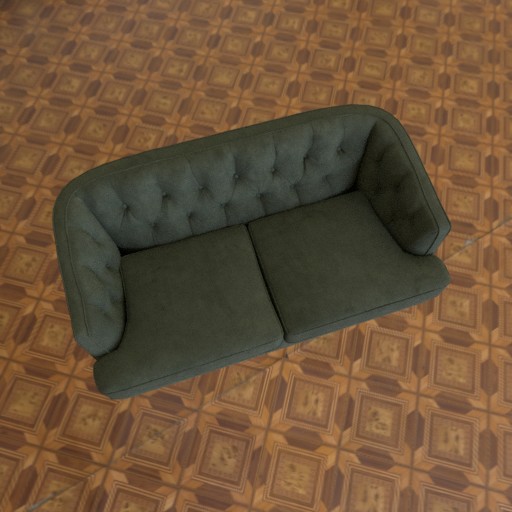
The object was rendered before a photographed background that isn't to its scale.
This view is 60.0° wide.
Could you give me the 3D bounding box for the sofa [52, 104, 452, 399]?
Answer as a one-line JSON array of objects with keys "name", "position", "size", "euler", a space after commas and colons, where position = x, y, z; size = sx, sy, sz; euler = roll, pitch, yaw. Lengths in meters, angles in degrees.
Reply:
[{"name": "sofa", "position": [0.000, 0.000, 2.241], "size": [1.733, 0.855, 0.941], "euler": [-16, 65, -8]}]
